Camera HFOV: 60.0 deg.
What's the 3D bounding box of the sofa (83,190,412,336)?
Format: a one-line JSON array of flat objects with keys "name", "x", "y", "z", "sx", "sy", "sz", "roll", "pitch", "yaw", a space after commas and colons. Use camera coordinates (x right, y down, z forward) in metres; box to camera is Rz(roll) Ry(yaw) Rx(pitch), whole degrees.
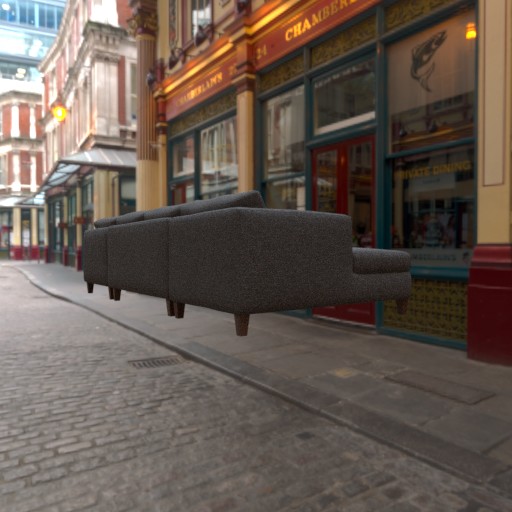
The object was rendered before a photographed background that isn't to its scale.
[{"name": "sofa", "x": 0.000, "y": 0.000, "z": 4.434, "sx": 2.551, "sy": 0.853, "sz": 3.238, "roll": 0, "pitch": 1, "yaw": -36}]
